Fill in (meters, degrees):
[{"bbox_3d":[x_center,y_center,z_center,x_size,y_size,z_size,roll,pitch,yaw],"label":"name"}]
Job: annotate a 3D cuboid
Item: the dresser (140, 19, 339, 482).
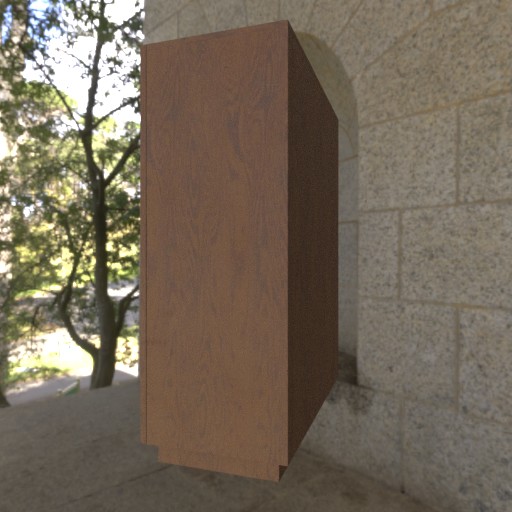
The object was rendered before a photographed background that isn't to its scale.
[{"bbox_3d":[0.000,0.000,1.773,0.516,1.320,0.964,0,0,19],"label":"dresser"}]
